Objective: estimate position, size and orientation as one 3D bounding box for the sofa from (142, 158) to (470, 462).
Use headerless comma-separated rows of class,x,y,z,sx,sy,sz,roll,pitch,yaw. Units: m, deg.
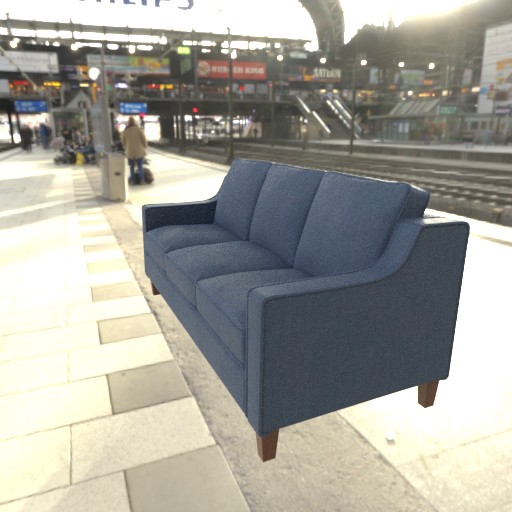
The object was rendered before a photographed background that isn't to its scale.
sofa,0.000,0.000,2.473,0.911,0.974,1.986,-7,17,-24
